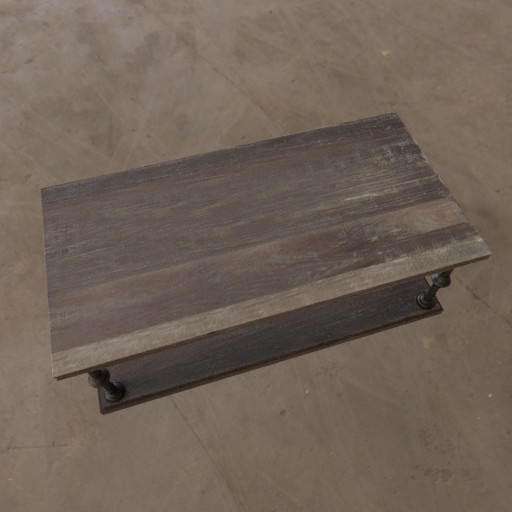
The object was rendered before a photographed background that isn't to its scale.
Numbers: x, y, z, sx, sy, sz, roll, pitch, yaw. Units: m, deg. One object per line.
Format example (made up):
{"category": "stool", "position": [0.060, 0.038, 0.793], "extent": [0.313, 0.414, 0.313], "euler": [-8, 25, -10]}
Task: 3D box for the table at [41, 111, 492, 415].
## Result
{"category": "table", "position": [0.000, 0.000, 1.340], "extent": [1.088, 0.373, 0.554], "euler": [-15, 59, -9]}
